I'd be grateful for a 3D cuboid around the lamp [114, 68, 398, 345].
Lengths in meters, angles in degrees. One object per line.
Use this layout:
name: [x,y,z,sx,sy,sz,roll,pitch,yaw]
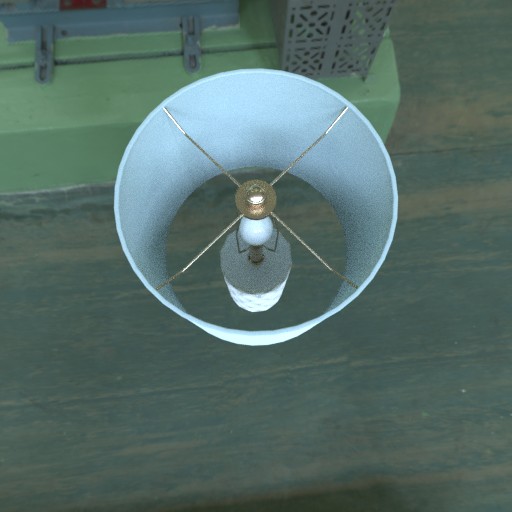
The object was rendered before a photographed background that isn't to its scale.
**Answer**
lamp: [0.000,0.000,0.691,0.277,0.534,0.277,-7,77,-2]
